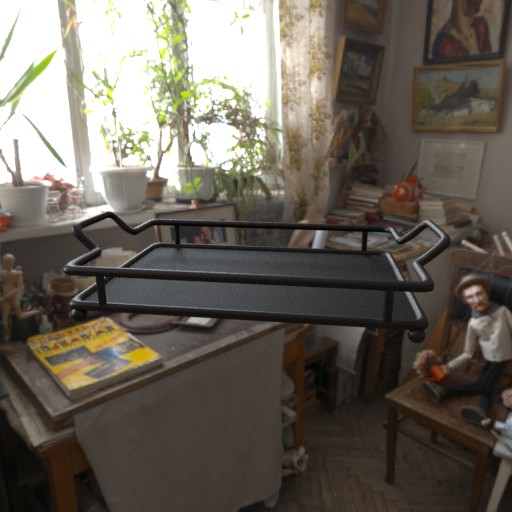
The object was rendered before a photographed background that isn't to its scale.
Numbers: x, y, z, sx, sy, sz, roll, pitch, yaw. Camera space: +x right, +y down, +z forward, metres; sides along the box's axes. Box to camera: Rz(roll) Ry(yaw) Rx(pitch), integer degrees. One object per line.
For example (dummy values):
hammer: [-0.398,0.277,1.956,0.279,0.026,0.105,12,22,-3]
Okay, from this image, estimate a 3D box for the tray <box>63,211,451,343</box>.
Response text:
tray: [0.000,0.000,0.632,0.495,0.101,0.297,2,16,8]
